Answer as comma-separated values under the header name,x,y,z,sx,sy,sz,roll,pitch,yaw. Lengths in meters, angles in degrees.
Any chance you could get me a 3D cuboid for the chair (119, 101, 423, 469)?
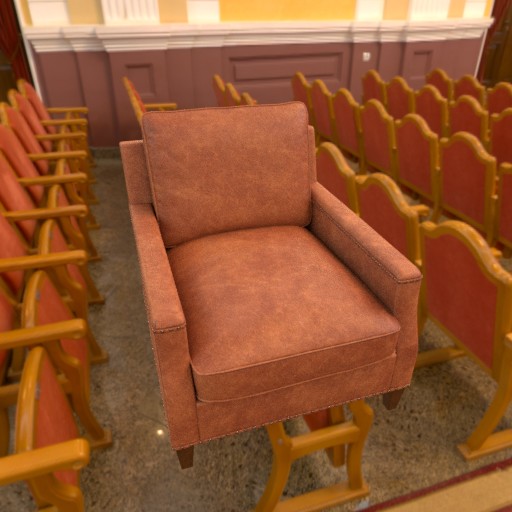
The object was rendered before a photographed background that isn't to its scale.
name,x,y,z,sx,sy,sz,roll,pitch,yaw
chair,0.000,0.000,1.669,0.853,0.943,1.014,-9,32,-15
